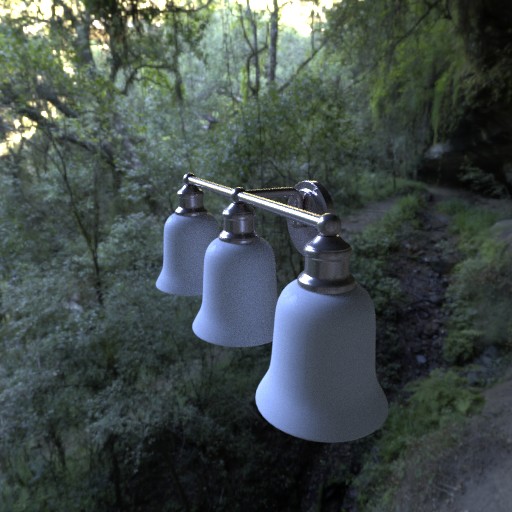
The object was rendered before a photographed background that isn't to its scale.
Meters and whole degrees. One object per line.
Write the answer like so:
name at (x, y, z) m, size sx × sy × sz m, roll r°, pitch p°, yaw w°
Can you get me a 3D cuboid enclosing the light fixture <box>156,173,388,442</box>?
light fixture at (0.000, 0.000, 0.657) m, size 0.198 × 0.211 × 0.570 m, roll -8°, pitch 18°, yaw -26°
